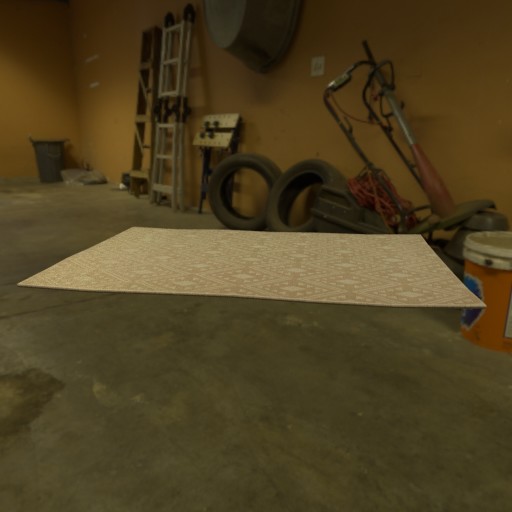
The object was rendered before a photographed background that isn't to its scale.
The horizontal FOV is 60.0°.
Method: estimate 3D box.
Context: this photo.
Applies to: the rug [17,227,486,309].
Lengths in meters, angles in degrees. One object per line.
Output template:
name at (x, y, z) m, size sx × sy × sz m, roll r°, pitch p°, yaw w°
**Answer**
rug at (0.000, 0.000, 2.997) m, size 2.430 × 0.053 × 1.553 m, roll 2°, pitch 16°, yaw 8°
